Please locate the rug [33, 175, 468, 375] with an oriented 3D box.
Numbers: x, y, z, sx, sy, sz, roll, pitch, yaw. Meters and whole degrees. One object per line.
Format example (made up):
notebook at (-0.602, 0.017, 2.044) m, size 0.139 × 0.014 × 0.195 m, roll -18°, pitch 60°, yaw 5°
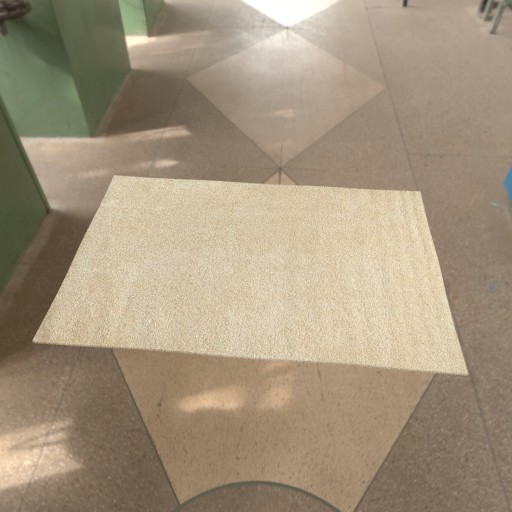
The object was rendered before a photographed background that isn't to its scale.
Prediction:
rug at (0.000, 0.000, 2.887) m, size 2.346 × 0.025 × 1.500 m, roll 4°, pitch 47°, yaw 3°
